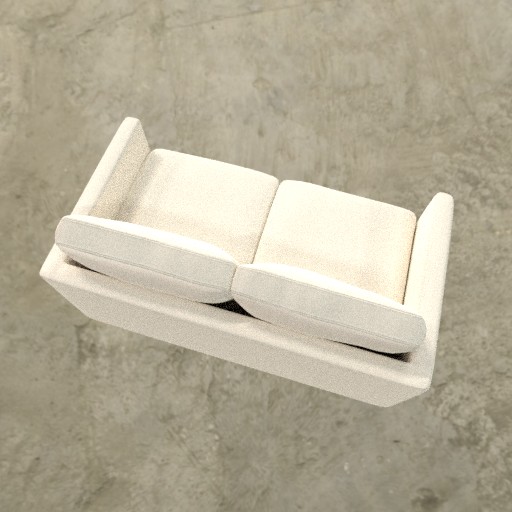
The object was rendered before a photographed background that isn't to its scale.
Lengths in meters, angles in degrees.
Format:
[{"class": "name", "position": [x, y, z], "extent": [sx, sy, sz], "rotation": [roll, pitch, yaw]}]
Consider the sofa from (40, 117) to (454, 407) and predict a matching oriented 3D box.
[{"class": "sofa", "position": [0.000, 0.000, 2.206], "extent": [1.702, 0.888, 0.964], "rotation": [15, 66, 7]}]
